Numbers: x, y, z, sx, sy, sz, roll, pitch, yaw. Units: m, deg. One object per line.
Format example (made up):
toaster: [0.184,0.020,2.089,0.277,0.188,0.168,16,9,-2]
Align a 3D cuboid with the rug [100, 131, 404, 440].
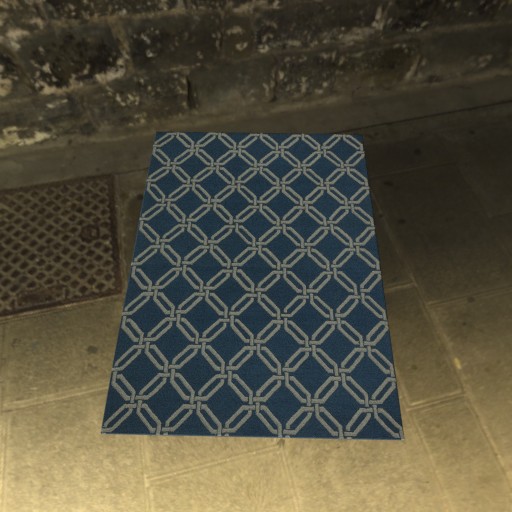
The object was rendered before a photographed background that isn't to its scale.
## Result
rug: [0.000,0.000,4.373,2.432,0.018,3.342,1,60,1]
